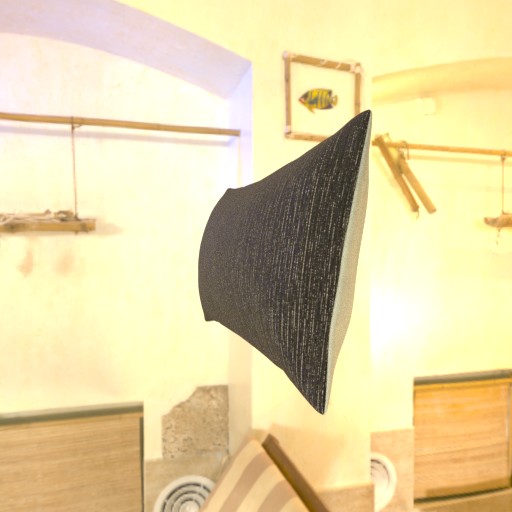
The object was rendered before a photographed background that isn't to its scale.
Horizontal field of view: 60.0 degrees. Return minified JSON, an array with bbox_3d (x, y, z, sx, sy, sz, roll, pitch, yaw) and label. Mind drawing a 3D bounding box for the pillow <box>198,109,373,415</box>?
[{"bbox_3d":[0.000,0.000,0.728,0.156,0.305,0.608,0,1,-17],"label":"pillow"}]
